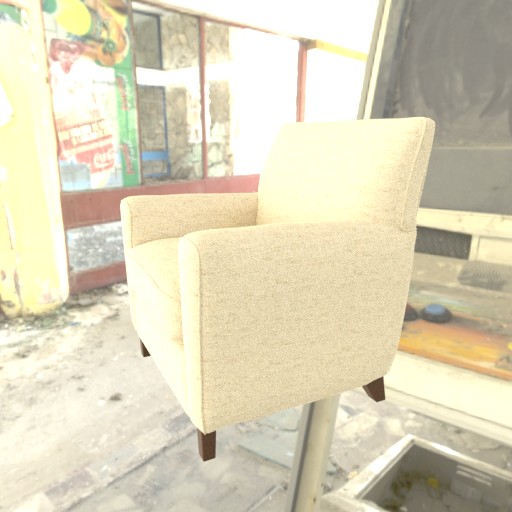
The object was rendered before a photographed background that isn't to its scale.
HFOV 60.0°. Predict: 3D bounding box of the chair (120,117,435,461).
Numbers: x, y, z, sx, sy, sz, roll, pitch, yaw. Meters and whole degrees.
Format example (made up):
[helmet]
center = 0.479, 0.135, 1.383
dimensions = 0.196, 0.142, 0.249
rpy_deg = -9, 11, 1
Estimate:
[chair]
center = 0.000, 0.000, 1.592
dimensions = 0.823, 0.943, 0.870
rpy_deg = -8, 17, -27
